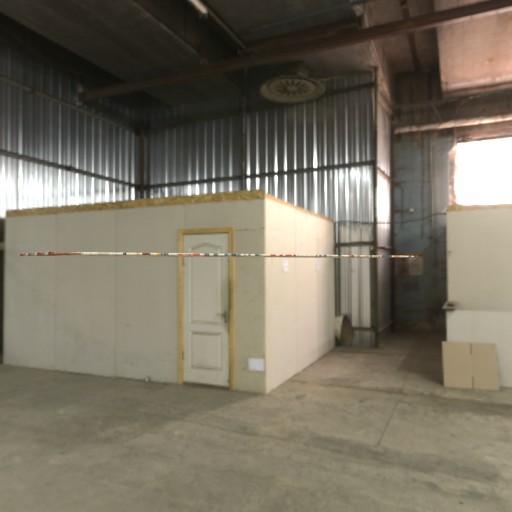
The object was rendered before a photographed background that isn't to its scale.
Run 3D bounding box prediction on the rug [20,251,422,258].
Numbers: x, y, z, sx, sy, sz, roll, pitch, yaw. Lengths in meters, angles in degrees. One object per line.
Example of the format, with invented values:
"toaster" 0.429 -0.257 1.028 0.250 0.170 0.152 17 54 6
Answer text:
"rug" 0.000 0.000 2.935 2.682 0.015 0.763 0 -1 -37
